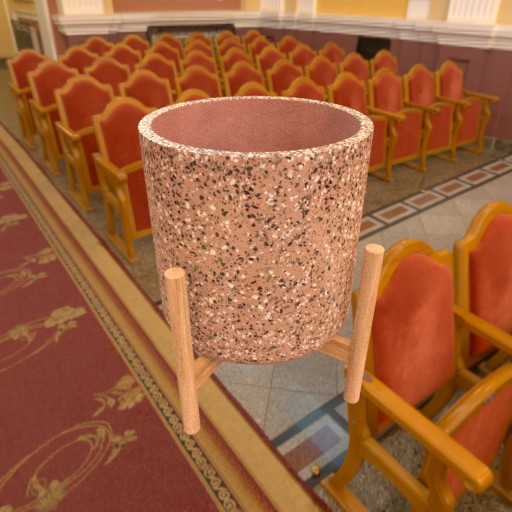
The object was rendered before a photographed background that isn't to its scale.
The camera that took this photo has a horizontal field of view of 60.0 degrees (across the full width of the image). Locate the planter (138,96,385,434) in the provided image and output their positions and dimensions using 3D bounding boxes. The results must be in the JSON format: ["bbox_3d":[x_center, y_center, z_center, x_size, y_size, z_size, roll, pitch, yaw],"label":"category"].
[{"bbox_3d":[0.000,0.000,0.692,0.360,0.419,0.360,-20,36,-30],"label":"planter"}]
